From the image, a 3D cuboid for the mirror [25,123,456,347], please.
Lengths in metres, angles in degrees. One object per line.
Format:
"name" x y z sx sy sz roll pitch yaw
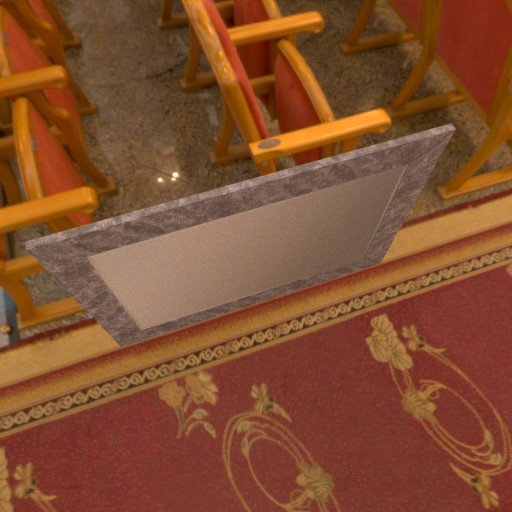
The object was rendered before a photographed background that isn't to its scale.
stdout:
"mirror" 0.000 0.000 1.438 1.101 0.795 0.022 -17 64 -9
